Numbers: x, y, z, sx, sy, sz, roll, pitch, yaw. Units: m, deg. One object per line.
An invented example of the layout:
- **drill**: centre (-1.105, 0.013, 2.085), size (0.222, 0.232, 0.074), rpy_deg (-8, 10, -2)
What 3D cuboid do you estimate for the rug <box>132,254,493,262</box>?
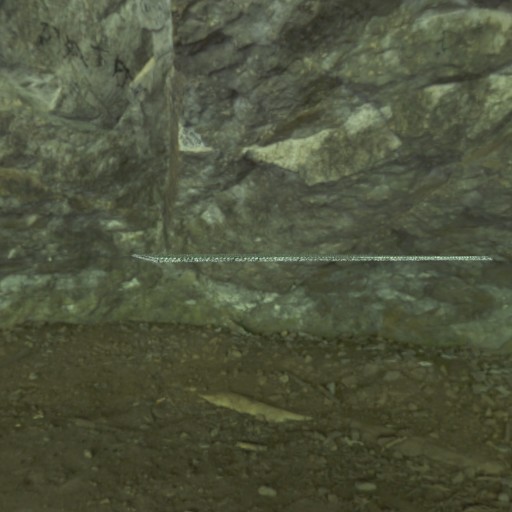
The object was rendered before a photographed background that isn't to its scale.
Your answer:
- **rug**: centre (0.000, 0.000, 2.990), size (1.538, 0.021, 2.443), rpy_deg (0, 1, -17)
